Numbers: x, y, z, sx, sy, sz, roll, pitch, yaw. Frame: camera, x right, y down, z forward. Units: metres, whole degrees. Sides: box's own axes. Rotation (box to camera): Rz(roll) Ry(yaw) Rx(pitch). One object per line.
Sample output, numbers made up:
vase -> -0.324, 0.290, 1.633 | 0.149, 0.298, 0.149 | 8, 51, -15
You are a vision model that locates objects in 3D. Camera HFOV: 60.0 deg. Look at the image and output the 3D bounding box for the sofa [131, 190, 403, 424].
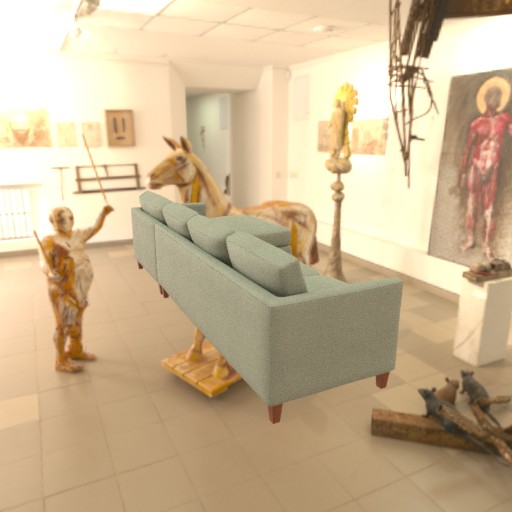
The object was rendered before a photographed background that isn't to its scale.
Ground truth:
sofa -> 0.000, 0.000, 4.151 | 1.604, 0.950, 3.471 | -8, 17, -26
